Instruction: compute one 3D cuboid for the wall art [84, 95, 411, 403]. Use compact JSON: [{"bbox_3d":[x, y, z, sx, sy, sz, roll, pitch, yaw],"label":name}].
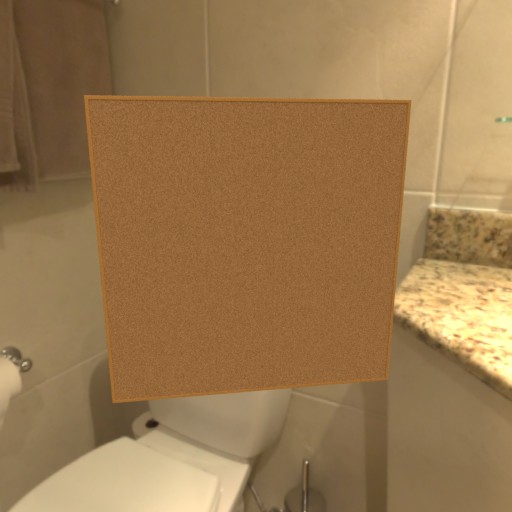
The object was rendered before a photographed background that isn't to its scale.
[{"bbox_3d":[0.000,0.000,0.676,0.457,0.455,0.013,-2,15,-8],"label":"wall art"}]
